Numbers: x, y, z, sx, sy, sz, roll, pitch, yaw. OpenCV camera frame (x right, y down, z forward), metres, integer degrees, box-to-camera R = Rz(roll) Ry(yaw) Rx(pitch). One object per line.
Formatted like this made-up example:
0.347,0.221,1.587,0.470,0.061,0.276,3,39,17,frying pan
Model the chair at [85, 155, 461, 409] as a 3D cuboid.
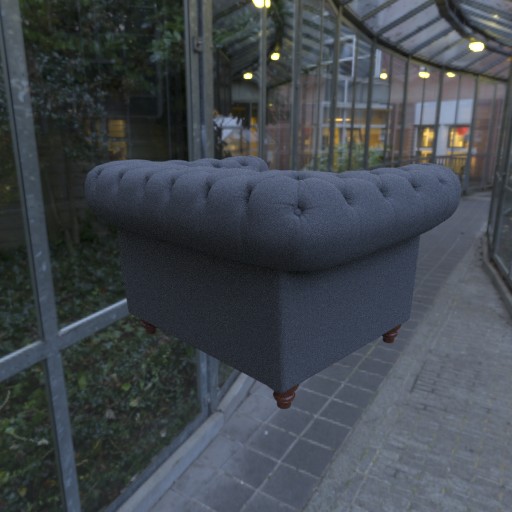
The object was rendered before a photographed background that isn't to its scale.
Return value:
0.000,0.000,1.836,0.976,0.770,1.270,-14,20,-43,chair
